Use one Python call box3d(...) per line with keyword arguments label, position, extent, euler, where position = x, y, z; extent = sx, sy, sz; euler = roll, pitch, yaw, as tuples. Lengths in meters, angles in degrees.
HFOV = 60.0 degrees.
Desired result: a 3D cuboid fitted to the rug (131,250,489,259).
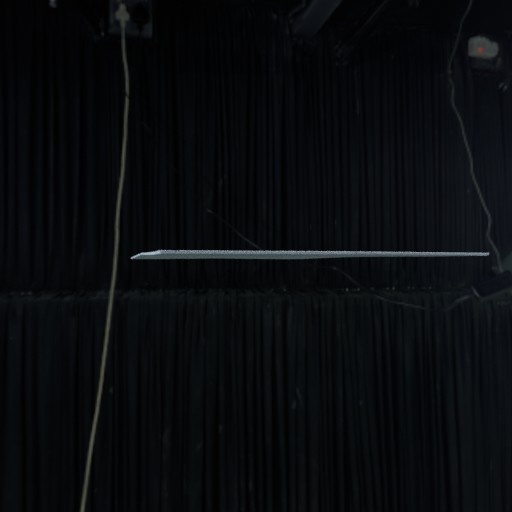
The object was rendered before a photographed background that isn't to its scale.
box3d(label="rug", position=(0.000, 0.000, 2.293), extent=(1.174, 0.022, 1.853), euler=(0, -1, -18))
